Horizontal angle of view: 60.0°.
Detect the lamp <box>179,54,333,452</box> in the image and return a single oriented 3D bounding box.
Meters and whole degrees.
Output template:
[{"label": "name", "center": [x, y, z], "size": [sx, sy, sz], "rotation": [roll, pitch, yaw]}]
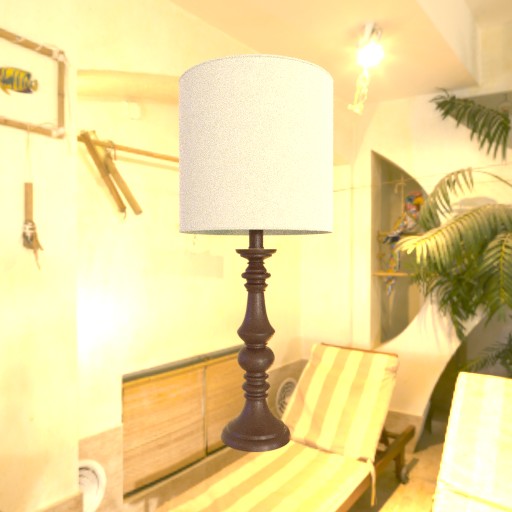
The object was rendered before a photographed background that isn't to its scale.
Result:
[{"label": "lamp", "center": [0.000, 0.000, 0.731], "size": [0.250, 0.597, 0.250], "rotation": [1, 1, 36]}]
